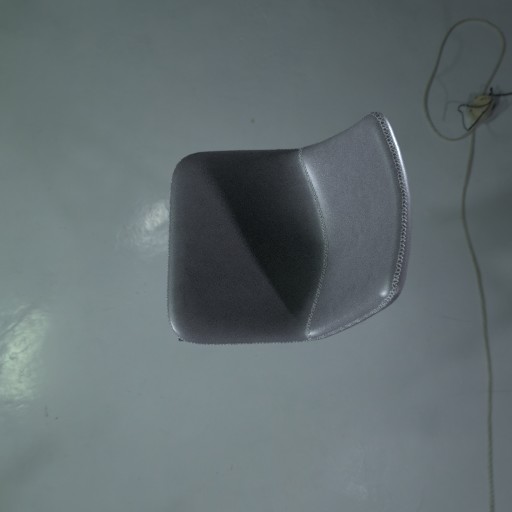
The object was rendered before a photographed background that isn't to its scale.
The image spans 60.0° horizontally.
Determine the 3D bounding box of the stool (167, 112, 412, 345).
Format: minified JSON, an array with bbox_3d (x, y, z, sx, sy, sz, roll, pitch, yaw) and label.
[{"bbox_3d":[0.000,0.000,1.185,0.546,0.876,0.470,-1,77,0],"label":"stool"}]
